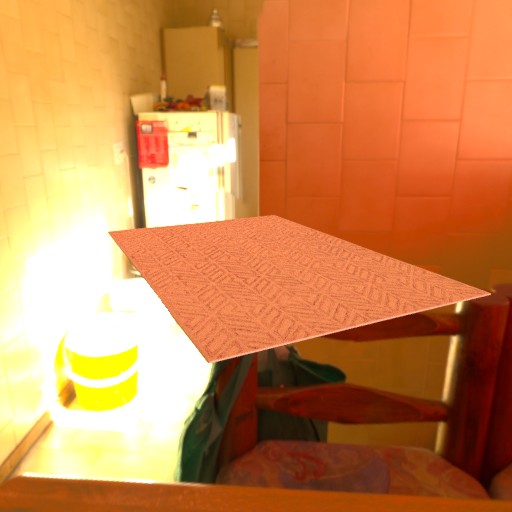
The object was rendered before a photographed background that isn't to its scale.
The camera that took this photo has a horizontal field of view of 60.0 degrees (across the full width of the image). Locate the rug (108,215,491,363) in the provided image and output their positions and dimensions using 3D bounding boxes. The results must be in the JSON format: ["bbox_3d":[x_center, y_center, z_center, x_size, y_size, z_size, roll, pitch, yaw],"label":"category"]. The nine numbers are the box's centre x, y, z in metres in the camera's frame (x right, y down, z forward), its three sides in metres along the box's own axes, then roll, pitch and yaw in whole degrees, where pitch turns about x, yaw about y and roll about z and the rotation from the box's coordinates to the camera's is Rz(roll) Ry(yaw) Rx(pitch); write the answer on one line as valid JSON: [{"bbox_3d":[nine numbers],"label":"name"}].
[{"bbox_3d":[0.000,0.000,2.321,1.220,0.007,1.828,-8,18,-25],"label":"rug"}]
